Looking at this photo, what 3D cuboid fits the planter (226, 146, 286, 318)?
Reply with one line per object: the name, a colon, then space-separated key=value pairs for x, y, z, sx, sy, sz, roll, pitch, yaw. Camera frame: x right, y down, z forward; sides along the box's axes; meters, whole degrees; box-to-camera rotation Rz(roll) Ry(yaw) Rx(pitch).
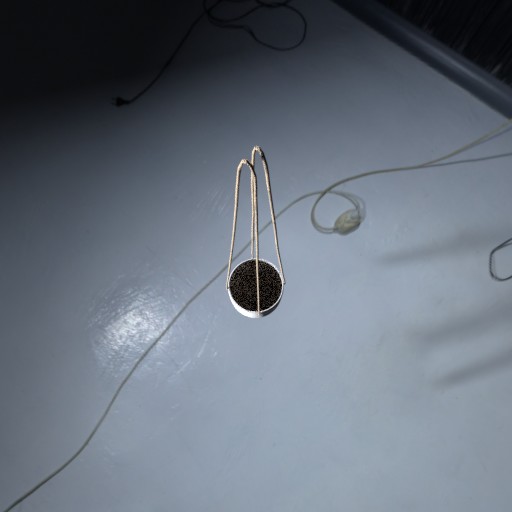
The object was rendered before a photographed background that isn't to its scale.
planter: x=0.000 y=0.000 z=0.876 sx=0.146 sy=0.841 sz=0.146 roll=38 pitch=78 yaw=10
